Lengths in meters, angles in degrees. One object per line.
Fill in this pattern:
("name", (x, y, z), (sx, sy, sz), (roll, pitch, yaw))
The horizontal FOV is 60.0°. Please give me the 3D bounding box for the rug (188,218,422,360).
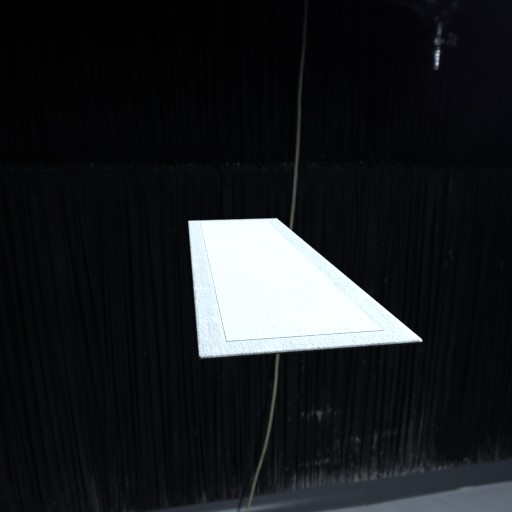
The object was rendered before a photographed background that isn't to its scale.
("rug", (0.000, 0.000, 2.604), (0.759, 0.012, 2.430), (-2, 15, -9))
